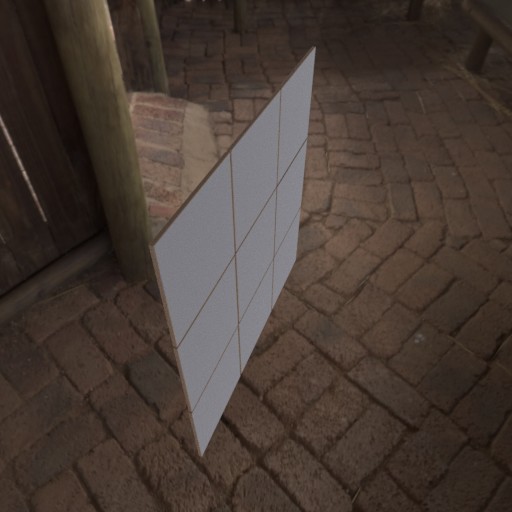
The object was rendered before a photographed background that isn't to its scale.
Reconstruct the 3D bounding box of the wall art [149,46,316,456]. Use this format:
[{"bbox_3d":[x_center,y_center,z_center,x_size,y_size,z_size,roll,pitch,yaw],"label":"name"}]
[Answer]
[{"bbox_3d":[0.000,0.000,2.246,0.017,1.521,1.527,16,48,15],"label":"wall art"}]
